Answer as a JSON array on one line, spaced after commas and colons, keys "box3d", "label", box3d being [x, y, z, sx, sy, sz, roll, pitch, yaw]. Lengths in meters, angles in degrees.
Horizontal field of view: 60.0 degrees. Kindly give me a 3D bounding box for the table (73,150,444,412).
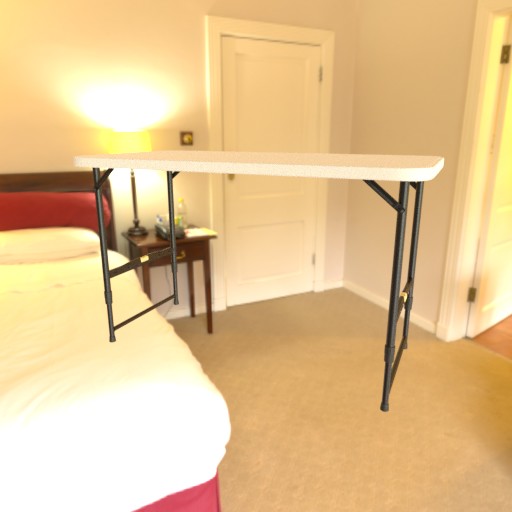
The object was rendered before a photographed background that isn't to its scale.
[{"box3d": [0.000, 0.000, 1.675, 1.219, 0.737, 0.610, 7, 17, 24], "label": "table"}]
